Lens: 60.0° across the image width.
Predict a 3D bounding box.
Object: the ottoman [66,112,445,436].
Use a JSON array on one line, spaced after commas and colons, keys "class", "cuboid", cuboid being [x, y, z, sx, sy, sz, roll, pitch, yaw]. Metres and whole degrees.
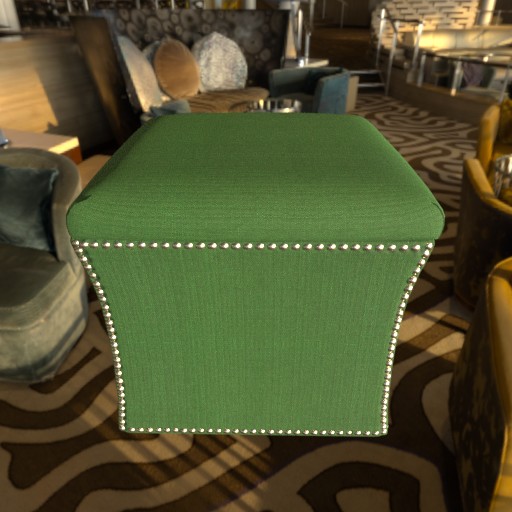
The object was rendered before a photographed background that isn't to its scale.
[{"class": "ottoman", "cuboid": [0.000, 0.000, 0.863, 0.507, 0.475, 0.497, 1, 30, 1]}]
